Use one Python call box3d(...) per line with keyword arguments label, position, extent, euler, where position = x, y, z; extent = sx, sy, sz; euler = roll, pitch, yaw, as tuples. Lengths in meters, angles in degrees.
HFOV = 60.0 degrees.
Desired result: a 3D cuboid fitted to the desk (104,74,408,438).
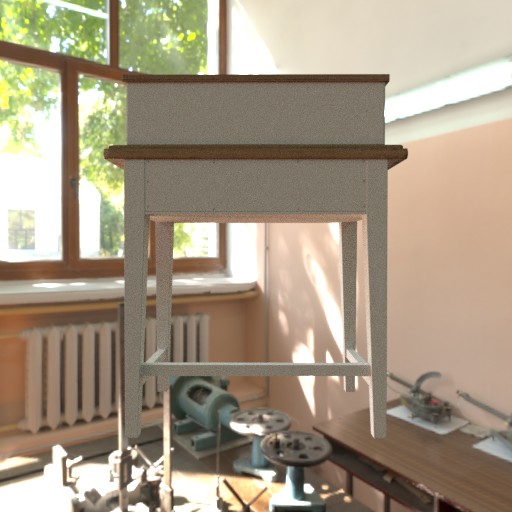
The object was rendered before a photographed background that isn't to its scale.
box3d(label="desk", position=(0.000, 0.000, 1.421), extent=(0.814, 0.981, 0.462), euler=(0, 1, 0))
